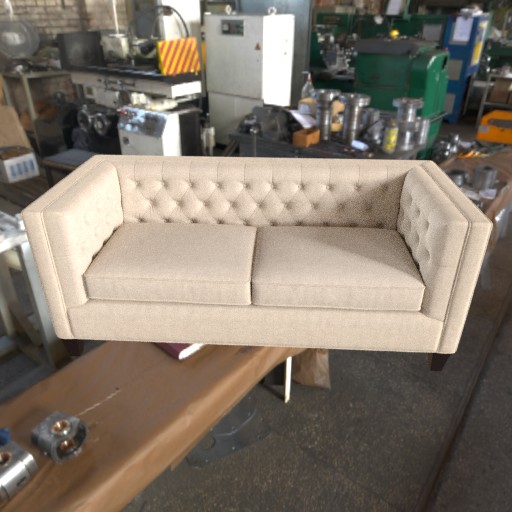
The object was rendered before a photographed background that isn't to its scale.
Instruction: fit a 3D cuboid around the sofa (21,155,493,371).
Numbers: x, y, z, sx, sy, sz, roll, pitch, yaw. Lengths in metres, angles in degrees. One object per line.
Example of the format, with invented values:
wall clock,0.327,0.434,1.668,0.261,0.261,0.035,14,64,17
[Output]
sofa,0.000,0.000,2.170,1.778,0.762,0.775,2,29,3
